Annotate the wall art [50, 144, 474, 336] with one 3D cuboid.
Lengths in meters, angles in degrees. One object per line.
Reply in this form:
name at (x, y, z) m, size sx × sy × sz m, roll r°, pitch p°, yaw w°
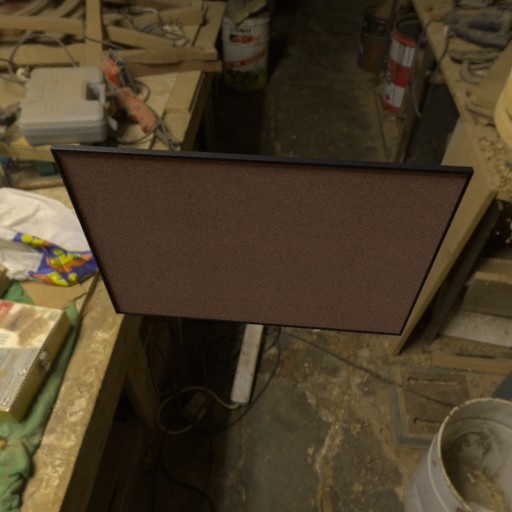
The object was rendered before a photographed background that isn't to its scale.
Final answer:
wall art at (0.000, 0.000, 1.246) m, size 0.957 × 0.660 × 0.019 m, roll 4°, pitch 48°, yaw 4°
